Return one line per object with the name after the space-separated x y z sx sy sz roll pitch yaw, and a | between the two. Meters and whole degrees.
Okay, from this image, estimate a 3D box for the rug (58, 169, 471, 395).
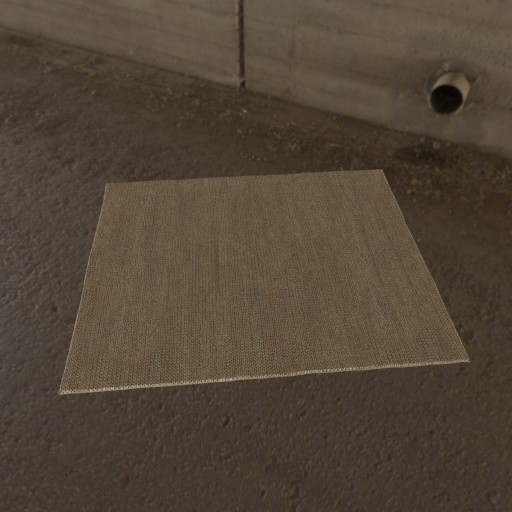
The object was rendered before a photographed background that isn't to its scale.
0.000 0.000 4.068 3.052 0.030 2.429 -4 47 -3 | rug
